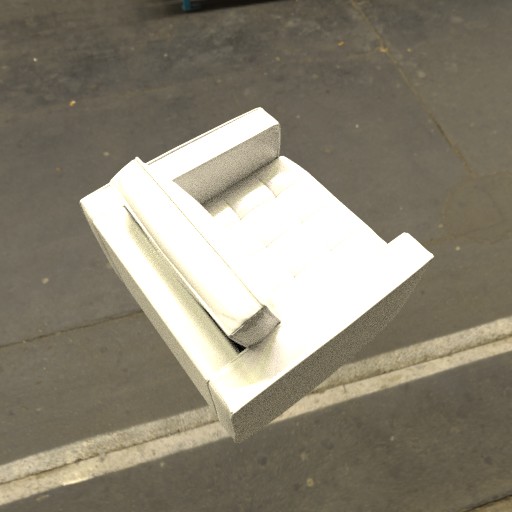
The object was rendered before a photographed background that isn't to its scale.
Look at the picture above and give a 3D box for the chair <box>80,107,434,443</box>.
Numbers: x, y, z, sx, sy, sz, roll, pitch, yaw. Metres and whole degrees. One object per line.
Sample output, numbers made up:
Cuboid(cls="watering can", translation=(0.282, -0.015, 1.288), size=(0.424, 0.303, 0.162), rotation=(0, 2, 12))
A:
Cuboid(cls="chair", translation=(0.000, 0.000, 1.596), size=(0.843, 0.773, 0.928), rotation=(-33, 63, -19))
